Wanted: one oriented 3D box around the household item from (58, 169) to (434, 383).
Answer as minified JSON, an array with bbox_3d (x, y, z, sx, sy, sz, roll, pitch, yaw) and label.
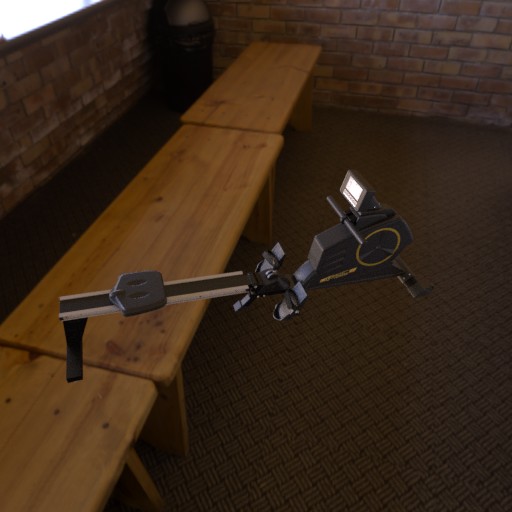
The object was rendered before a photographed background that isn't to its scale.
[{"bbox_3d":[0.000,0.000,2.534,2.251,0.810,0.521,-11,43,-13],"label":"household item"}]
